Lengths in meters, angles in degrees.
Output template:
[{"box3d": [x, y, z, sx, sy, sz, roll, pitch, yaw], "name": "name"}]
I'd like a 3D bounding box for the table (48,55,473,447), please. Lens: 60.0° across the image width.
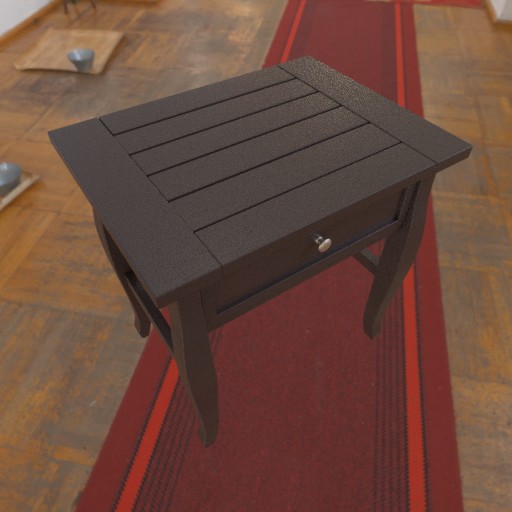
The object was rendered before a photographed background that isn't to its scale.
[{"box3d": [0.000, 0.000, 1.003, 0.602, 0.605, 0.460, -26, 52, -23], "name": "table"}]
